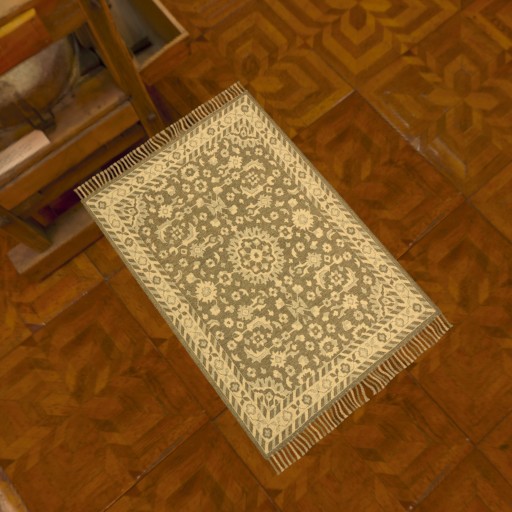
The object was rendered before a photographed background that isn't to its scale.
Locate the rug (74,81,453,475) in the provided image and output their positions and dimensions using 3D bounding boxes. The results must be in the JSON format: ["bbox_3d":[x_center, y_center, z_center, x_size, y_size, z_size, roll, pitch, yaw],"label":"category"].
[{"bbox_3d":[0.000,0.000,3.123,1.530,0.025,2.431,-37,78,-9],"label":"rug"}]
